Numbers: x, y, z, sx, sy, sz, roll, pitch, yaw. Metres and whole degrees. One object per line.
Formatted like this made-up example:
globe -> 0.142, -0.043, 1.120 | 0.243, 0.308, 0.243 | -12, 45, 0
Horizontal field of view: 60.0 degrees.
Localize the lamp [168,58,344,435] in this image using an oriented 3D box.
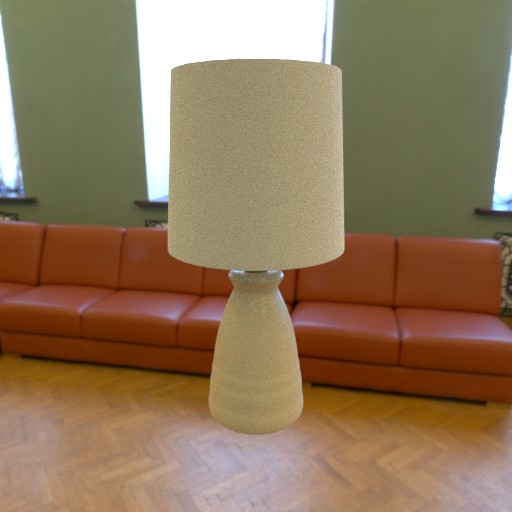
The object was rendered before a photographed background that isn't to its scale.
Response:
lamp -> 0.000, 0.000, 0.479 | 0.186, 0.369, 0.186 | 0, 15, 0
